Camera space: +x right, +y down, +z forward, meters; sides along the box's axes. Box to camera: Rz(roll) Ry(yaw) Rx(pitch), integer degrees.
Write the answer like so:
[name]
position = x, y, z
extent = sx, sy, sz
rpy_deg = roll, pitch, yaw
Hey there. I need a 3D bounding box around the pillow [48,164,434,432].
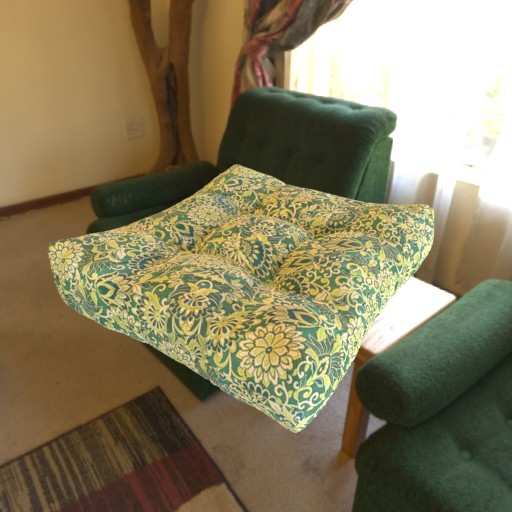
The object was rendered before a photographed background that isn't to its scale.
[pillow]
position = 0.000, 0.000, 0.745
extent = 0.468, 0.128, 0.490
rpy_deg = 19, 35, 29
